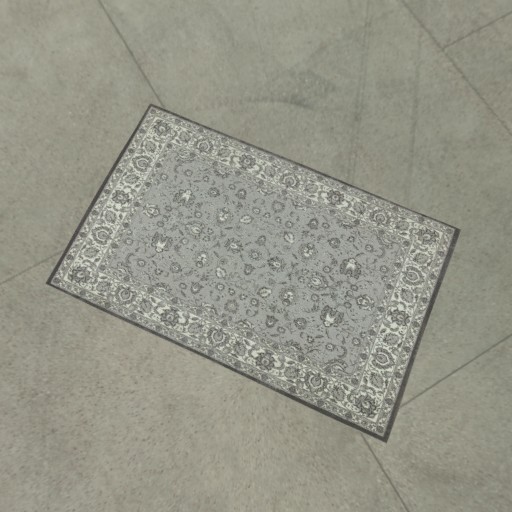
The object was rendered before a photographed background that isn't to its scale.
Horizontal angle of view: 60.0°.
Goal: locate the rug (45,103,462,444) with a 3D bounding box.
[{"bbox_3d":[0.000,0.000,3.015,2.438,0.011,1.524,24,76,6],"label":"rug"}]
